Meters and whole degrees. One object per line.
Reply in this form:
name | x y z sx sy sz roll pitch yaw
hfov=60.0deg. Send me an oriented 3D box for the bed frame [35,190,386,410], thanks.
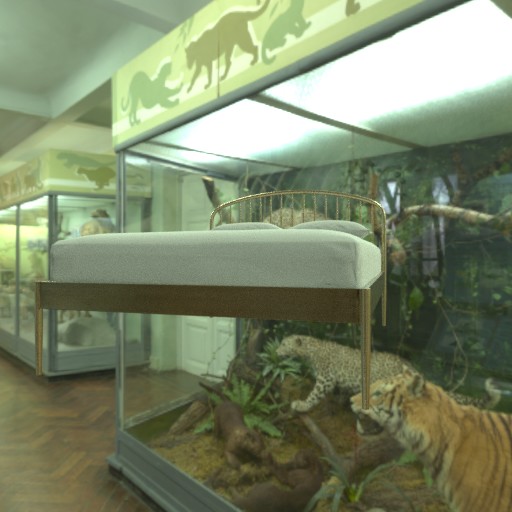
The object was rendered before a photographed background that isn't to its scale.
bed frame | 0.000 0.000 2.959 1.612 1.175 2.152 0 0 18
